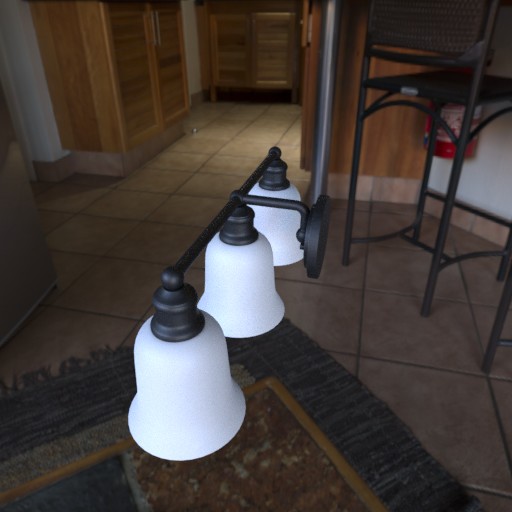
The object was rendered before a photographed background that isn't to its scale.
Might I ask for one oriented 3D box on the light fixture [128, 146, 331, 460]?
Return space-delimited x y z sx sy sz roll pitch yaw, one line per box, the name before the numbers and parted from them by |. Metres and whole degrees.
light fixture | 0.000 0.000 0.671 0.198 0.211 0.570 9 32 14
